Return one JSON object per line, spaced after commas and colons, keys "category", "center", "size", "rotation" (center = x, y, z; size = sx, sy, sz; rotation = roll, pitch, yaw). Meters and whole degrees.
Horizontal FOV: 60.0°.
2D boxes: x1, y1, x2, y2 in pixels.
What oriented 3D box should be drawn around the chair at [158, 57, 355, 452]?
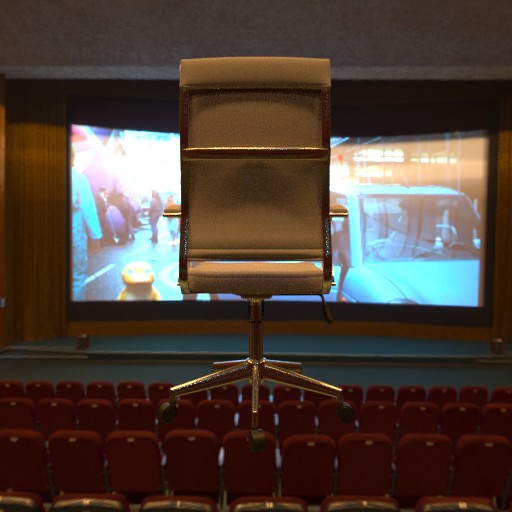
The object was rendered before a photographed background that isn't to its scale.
{"category": "chair", "center": [0.000, 0.000, 1.594], "size": [0.679, 1.149, 0.667], "rotation": [0, 1, 0]}
